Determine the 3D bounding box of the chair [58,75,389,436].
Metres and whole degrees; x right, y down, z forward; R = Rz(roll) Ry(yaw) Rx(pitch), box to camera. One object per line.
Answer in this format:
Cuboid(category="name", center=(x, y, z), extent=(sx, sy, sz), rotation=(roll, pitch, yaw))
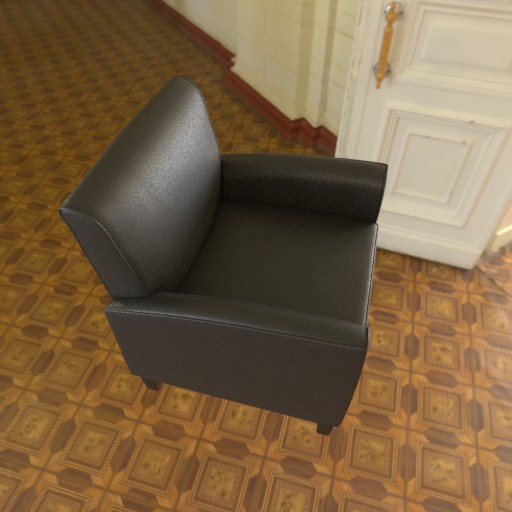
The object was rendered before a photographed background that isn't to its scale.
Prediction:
Cuboid(category="chair", center=(0.000, 0.000, 1.567), extent=(0.819, 0.916, 0.820), rotation=(11, 48, 10))
